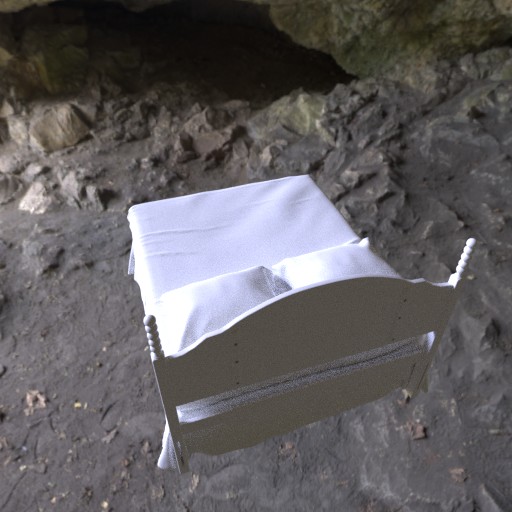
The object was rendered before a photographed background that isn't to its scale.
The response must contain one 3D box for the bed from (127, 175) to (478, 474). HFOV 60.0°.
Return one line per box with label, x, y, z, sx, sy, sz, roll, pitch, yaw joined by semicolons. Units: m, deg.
bed;0.000;0.000;3.146;1.873;1.356;2.040;-12;42;-14
